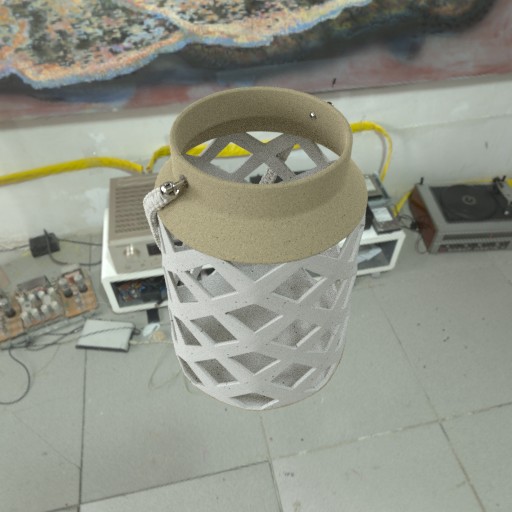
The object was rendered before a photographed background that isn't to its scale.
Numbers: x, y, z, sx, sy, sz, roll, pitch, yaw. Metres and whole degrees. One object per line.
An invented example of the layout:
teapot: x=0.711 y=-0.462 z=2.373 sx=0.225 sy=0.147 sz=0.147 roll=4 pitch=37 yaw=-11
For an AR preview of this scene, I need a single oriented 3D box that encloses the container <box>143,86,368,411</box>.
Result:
container: x=0.000 y=0.000 z=0.349 sx=0.163 sy=0.229 sz=0.172 roll=-33 pitch=56 yaw=-27
